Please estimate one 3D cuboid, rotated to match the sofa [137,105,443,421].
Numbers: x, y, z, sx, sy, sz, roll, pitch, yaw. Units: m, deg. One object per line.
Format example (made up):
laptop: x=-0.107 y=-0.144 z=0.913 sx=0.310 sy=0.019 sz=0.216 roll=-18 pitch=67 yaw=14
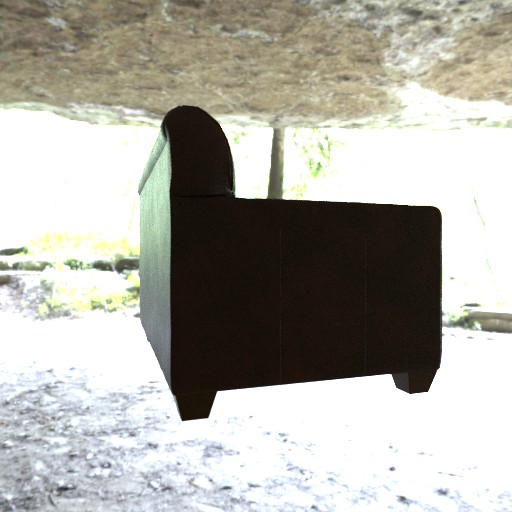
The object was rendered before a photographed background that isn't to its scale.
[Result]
sofa: x=0.000 y=0.000 z=2.048 sx=1.000 sy=0.956 sz=1.413 roll=0 pitch=0 yaw=-18
